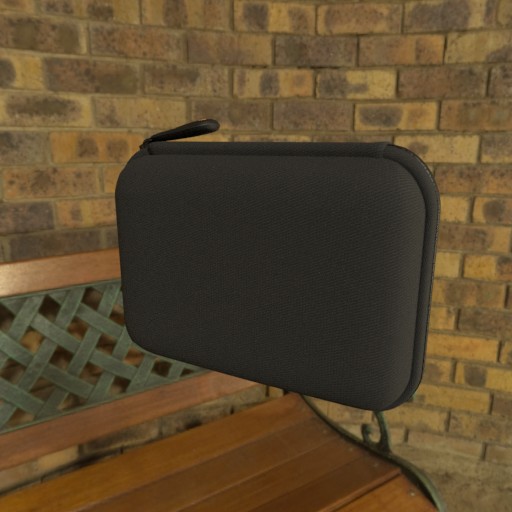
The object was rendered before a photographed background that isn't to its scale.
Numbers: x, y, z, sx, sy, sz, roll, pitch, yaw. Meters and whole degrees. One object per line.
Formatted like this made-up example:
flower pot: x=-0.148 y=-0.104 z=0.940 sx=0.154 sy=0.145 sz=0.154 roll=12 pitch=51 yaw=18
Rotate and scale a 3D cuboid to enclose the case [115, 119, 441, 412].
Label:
case: x=0.000 y=0.000 z=0.176 sx=0.132 sy=0.105 sz=0.038 roll=7 pitch=16 yaw=27
